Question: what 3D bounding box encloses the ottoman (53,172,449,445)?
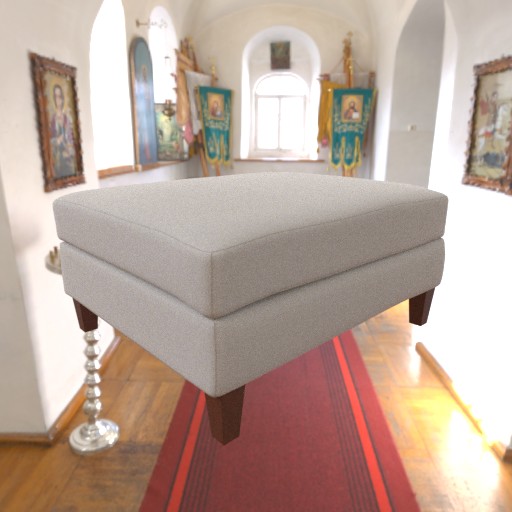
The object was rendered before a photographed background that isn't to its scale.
[{"bbox_3d":[0.000,0.000,1.432,0.976,0.492,0.836,-15,22,-41],"label":"ottoman"}]
